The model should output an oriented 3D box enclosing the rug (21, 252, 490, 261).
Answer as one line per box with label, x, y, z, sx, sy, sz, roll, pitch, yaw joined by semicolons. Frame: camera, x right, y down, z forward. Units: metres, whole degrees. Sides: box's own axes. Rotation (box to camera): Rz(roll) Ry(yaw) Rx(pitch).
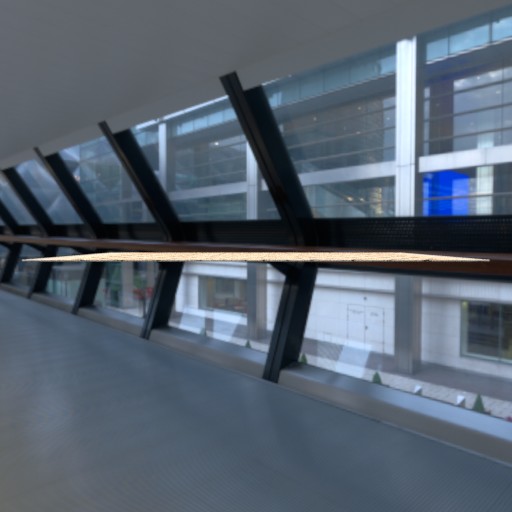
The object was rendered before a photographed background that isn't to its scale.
rug;0.000;0.000;2.488;2.006;0.008;1.196;0;2;0
